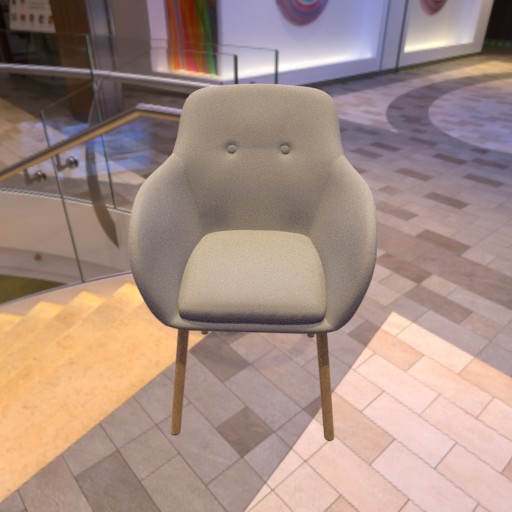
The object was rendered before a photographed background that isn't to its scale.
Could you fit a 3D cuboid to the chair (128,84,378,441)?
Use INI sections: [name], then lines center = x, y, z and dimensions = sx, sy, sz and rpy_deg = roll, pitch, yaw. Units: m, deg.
[chair]
center = 0.000, 0.000, 1.265
dimensions = 0.570, 0.830, 0.590
rpy_deg = 1, 32, 2
